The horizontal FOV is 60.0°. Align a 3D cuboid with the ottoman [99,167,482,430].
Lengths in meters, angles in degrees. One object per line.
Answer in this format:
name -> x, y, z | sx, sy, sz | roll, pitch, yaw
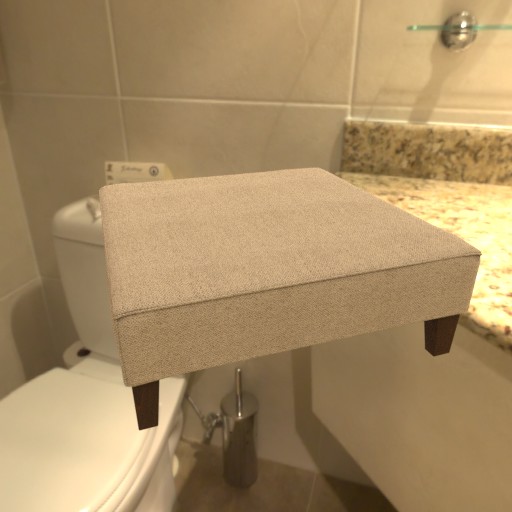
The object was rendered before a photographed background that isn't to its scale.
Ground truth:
ottoman -> 0.000, 0.000, 1.523 | 0.973, 0.381, 0.982 | -8, 26, -17
